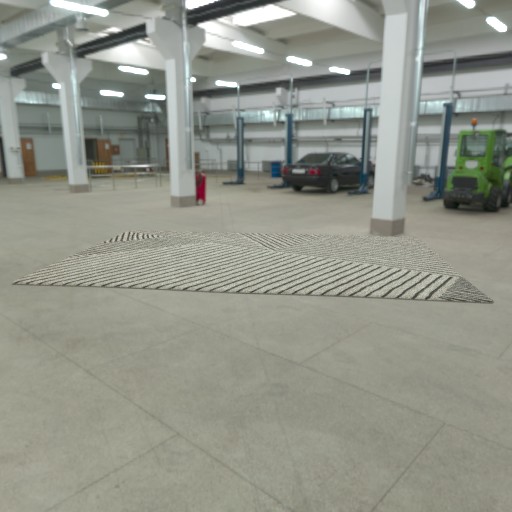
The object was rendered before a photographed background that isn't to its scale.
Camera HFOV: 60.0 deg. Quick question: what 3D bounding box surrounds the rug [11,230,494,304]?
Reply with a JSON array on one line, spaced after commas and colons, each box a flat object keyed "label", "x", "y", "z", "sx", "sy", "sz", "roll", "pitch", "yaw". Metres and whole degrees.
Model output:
[{"label": "rug", "x": 0.000, "y": 0.000, "z": 2.916, "sx": 2.406, "sy": 0.023, "sz": 1.539, "roll": 2, "pitch": 14, "yaw": 7}]
